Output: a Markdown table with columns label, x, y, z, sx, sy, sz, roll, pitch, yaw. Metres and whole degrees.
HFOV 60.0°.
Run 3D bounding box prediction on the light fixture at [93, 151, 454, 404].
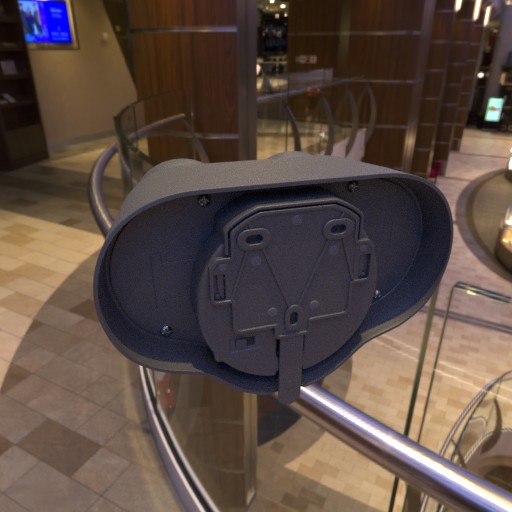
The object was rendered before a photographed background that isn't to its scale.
| label | x | y | z | sx | sy | sz | roll | pitch | yaw |
| --- | --- | --- | --- | --- | --- | --- | --- | --- | --- |
| light fixture | 0.000 | 0.000 | 0.343 | 0.229 | 0.159 | 0.159 | -8 | 26 | -16 |
